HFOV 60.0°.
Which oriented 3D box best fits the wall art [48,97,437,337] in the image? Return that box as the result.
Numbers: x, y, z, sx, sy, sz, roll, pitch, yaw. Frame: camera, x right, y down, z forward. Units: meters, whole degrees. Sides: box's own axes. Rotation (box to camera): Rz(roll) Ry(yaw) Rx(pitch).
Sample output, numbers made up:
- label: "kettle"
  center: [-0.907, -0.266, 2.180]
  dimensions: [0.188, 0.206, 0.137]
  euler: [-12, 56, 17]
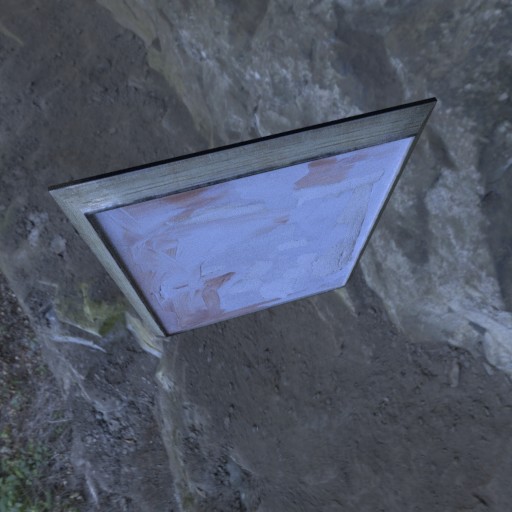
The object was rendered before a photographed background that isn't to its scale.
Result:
- label: "wall art"
  center: [0.000, 0.000, 0.619]
  dimensions: [0.381, 0.457, 0.023]
  euler: [-15, 65, -7]
